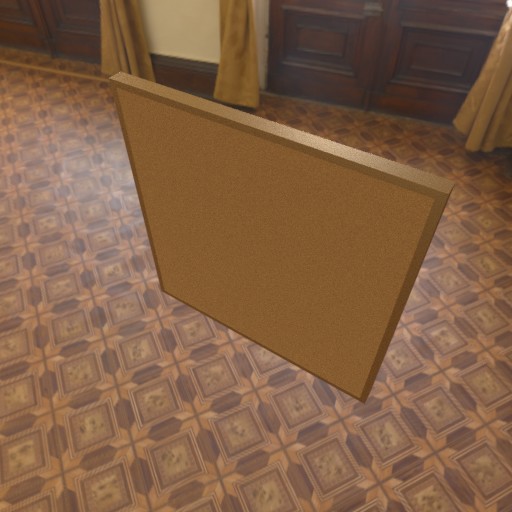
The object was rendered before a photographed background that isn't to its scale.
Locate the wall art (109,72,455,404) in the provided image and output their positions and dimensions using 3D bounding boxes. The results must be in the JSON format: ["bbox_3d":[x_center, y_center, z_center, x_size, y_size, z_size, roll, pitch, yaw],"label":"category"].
[{"bbox_3d":[0.000,0.000,1.141,0.762,0.762,0.038,25,52,22],"label":"wall art"}]
